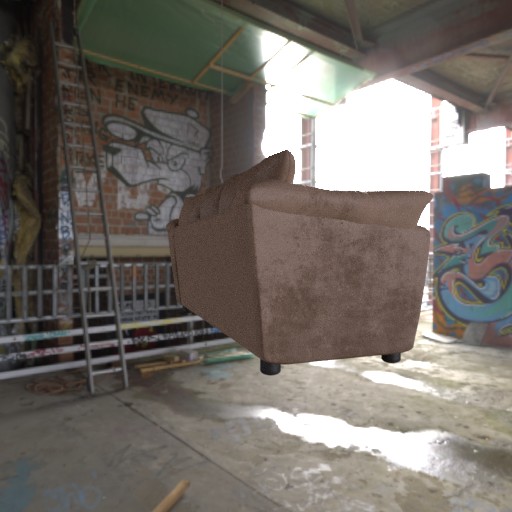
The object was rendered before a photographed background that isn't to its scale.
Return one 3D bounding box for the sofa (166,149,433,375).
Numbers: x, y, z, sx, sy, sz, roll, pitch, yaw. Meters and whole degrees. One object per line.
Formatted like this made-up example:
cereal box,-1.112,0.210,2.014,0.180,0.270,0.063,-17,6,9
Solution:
sofa,0.000,0.000,2.903,0.893,0.981,2.377,0,1,-19
